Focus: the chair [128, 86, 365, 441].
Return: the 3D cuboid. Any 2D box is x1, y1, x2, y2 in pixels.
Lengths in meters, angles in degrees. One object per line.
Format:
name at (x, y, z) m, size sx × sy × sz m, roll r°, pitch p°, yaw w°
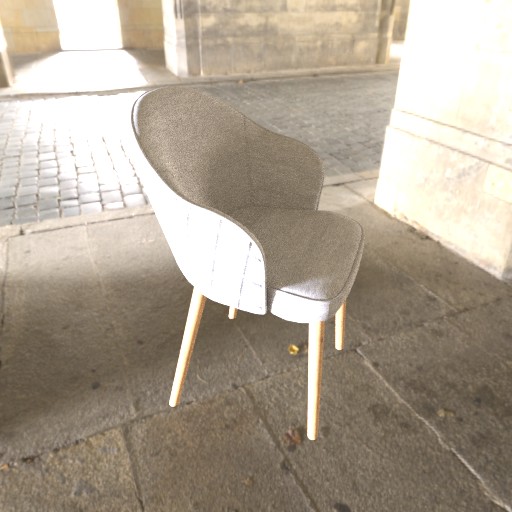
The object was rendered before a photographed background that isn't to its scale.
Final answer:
chair at (0.000, 0.000, 1.160) m, size 0.530 × 0.800 × 0.540 m, roll 11°, pitch 32°, yaw 17°
